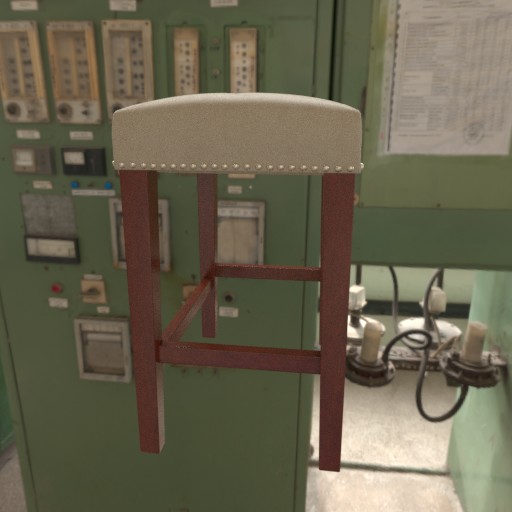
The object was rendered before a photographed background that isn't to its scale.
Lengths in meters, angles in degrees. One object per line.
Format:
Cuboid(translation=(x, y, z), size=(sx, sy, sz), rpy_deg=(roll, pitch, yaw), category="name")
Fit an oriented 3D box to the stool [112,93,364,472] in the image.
Cuboid(translation=(0.000, 0.000, 0.945), size=(0.375, 0.632, 0.509), rpy_deg=(2, 17, 7), category="stool")
